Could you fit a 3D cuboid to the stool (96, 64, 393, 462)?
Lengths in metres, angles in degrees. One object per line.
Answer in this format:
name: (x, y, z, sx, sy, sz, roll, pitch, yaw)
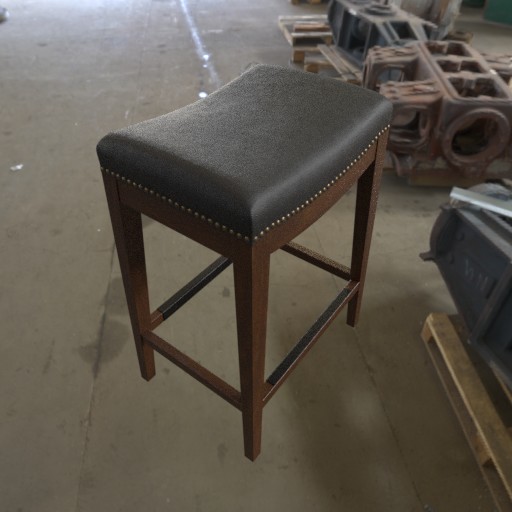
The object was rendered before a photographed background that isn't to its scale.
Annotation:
stool: (0.000, 0.000, 0.963, 0.353, 0.664, 0.490, 27, 48, 27)
